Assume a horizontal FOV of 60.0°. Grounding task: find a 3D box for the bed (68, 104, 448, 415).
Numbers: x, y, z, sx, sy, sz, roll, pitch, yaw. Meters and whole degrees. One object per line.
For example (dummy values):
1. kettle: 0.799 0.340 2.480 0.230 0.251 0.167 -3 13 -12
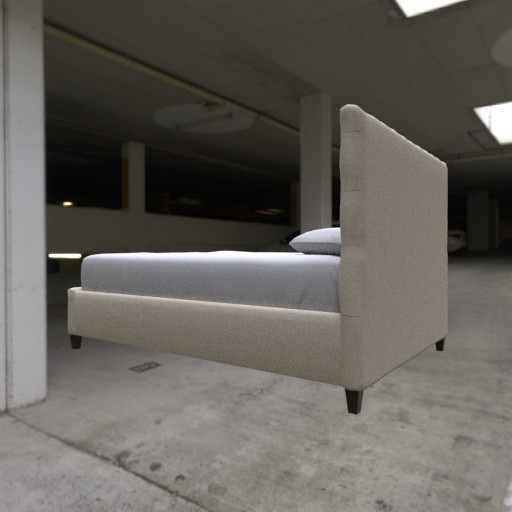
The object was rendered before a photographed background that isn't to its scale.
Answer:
1. bed: 0.000 0.000 3.374 2.387 1.427 1.698 1 1 36
